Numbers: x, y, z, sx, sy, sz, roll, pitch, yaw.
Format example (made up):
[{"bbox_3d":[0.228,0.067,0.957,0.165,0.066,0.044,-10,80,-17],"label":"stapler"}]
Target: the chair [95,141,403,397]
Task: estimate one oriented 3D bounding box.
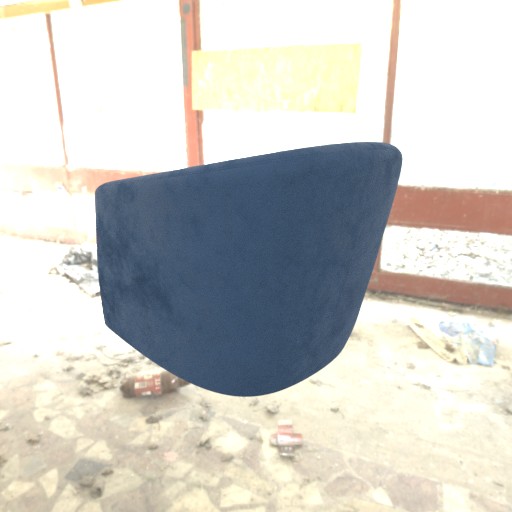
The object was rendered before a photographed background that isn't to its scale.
[{"bbox_3d":[0.000,0.000,1.359,0.773,0.698,0.767,-16,23,-42],"label":"chair"}]
